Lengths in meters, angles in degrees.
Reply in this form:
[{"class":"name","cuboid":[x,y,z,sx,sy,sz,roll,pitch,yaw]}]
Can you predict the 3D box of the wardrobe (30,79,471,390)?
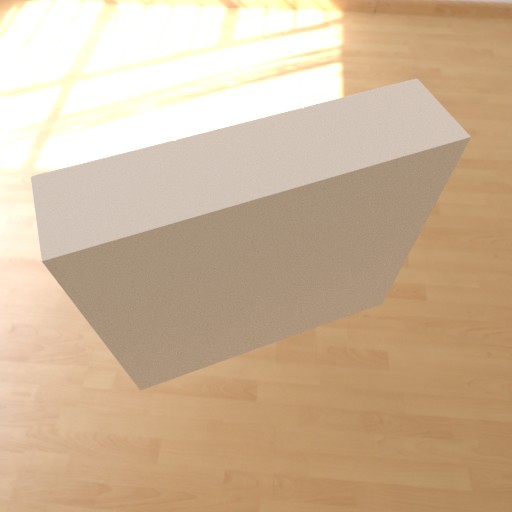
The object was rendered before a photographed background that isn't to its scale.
[{"class":"wardrobe","cuboid":[0.000,0.000,1.890,1.340,1.200,0.360,-18,59,-11]}]
